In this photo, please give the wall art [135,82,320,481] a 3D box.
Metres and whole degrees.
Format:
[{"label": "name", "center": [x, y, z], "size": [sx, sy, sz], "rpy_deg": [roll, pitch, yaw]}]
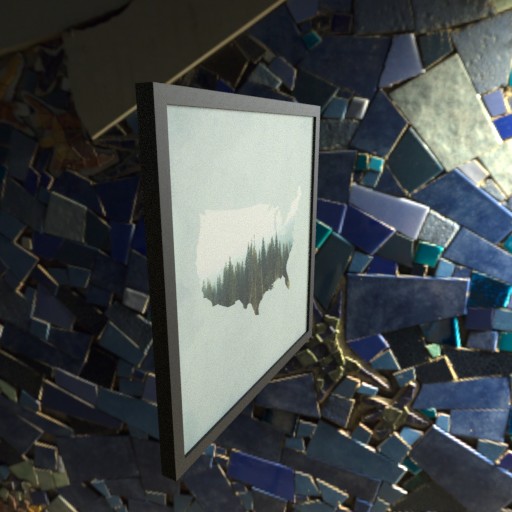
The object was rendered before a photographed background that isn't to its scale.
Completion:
[{"label": "wall art", "center": [0.000, 0.000, 1.134], "size": [0.038, 0.763, 0.763], "rpy_deg": [8, 18, 27]}]
